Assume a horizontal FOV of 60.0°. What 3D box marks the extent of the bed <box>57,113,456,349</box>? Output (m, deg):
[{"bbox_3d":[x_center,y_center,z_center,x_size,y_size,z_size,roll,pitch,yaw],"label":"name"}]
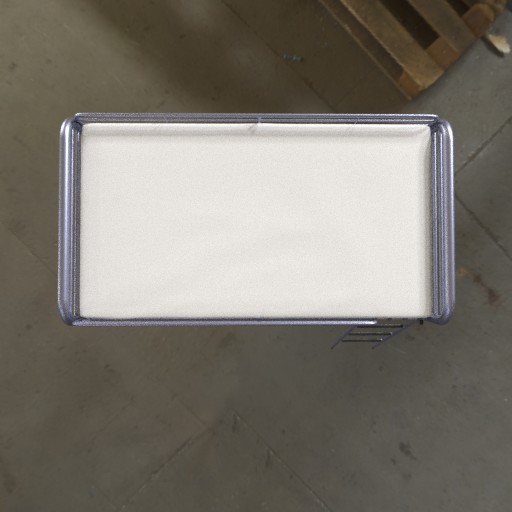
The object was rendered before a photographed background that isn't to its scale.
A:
[{"bbox_3d":[0.000,0.000,2.817,1.965,1.288,1.415,0,88,-1],"label":"bed"}]
